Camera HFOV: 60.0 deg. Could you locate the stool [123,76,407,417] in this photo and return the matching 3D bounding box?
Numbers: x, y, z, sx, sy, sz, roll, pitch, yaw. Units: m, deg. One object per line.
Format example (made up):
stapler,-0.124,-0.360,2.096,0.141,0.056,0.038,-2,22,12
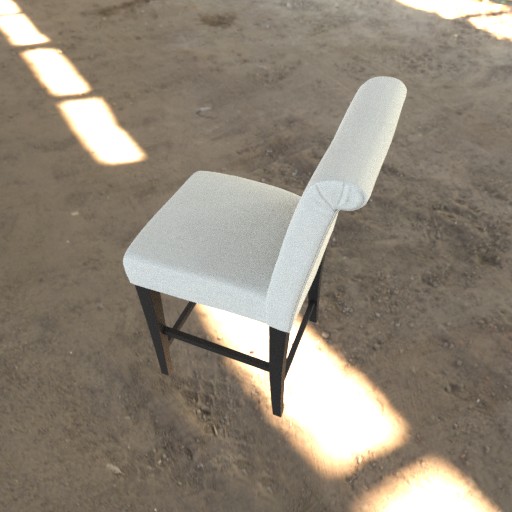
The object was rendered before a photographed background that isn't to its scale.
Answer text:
stool,0.000,0.000,1.302,0.597,0.976,0.452,16,48,15
